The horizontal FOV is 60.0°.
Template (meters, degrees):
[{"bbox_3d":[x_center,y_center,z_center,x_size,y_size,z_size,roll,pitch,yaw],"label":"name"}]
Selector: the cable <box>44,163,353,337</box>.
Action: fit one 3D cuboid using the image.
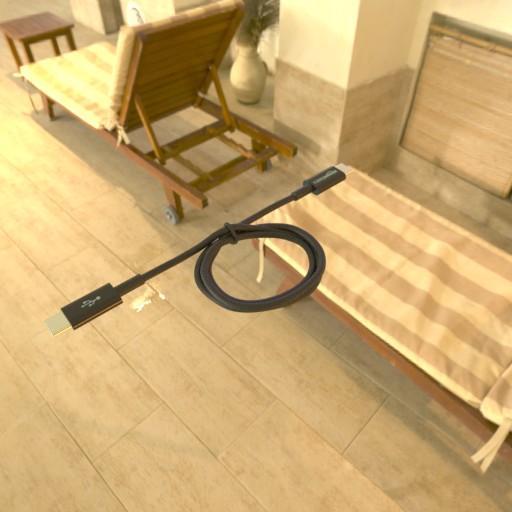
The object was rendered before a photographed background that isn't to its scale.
[{"bbox_3d":[0.000,0.000,0.233,0.203,0.014,0.070,-31,53,-27],"label":"cable"}]
